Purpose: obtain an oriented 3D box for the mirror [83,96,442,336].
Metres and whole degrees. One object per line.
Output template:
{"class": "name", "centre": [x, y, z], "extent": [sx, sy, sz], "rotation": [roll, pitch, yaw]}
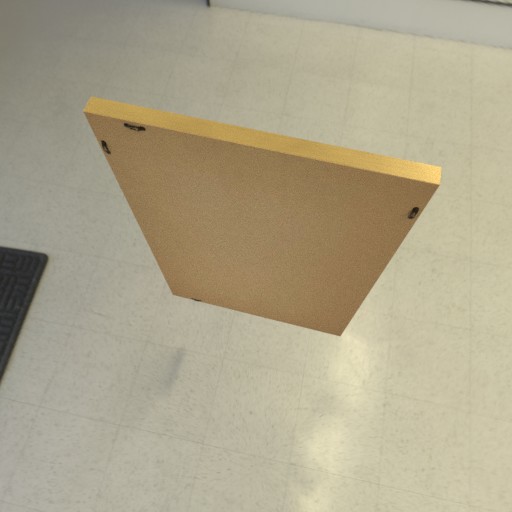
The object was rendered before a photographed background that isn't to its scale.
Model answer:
{"class": "mirror", "centre": [0.000, 0.000, 1.153], "extent": [0.609, 0.915, 0.040], "rotation": [13, 65, 6]}
